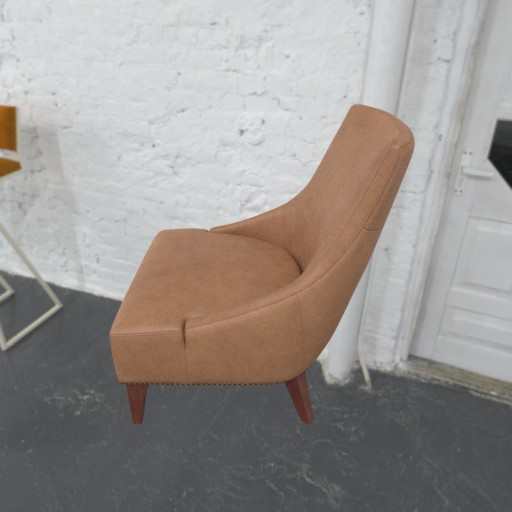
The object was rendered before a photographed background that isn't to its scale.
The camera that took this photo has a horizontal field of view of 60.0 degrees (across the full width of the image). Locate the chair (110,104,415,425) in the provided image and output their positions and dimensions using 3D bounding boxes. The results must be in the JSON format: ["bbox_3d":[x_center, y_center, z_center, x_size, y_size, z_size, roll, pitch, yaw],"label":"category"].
[{"bbox_3d":[0.000,0.000,1.501,0.861,0.909,0.701,0,29,1],"label":"chair"}]
